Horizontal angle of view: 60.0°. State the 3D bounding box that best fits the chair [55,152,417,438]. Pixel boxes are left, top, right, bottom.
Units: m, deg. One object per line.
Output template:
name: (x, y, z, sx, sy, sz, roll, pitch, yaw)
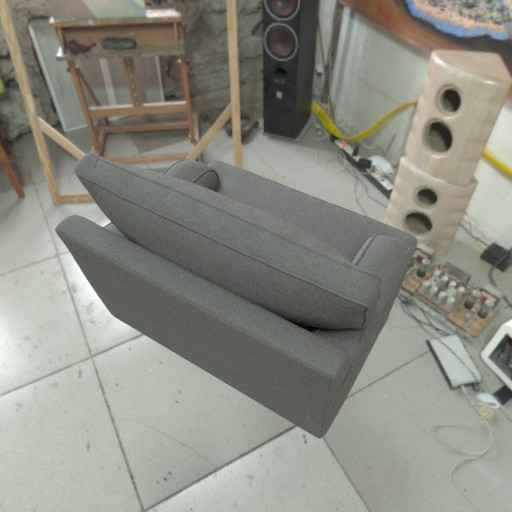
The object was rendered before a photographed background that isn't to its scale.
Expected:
chair: (0.000, 0.000, 1.997, 1.220, 1.016, 1.041, 25, 52, 21)
